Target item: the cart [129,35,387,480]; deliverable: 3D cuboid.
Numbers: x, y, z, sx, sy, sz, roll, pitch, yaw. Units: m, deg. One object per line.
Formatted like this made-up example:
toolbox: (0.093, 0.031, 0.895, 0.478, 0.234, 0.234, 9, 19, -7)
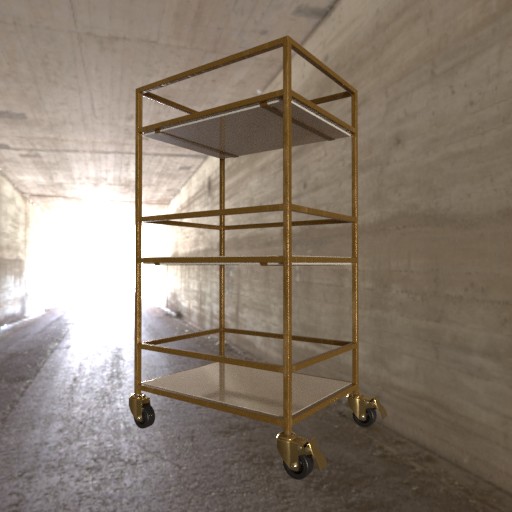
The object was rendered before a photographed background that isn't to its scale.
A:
cart: (0.000, 0.000, 0.991, 0.483, 0.761, 0.332, -1, -1, 36)
